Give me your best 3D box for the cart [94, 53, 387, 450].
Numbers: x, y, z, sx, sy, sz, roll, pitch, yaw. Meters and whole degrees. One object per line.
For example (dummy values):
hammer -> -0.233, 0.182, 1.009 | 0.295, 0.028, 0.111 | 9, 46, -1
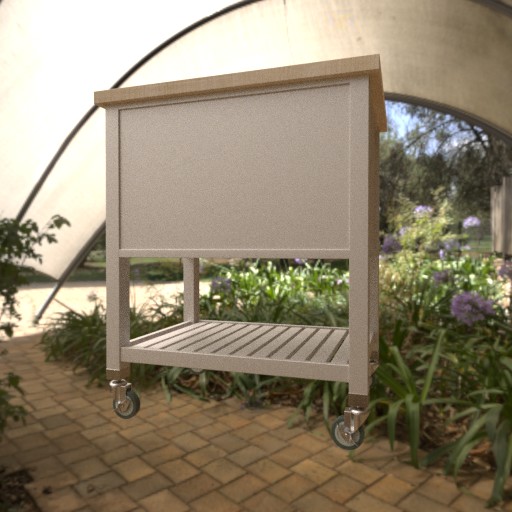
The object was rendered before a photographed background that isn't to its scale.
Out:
cart -> 0.000, 0.000, 1.378 | 0.762, 0.914, 0.559 | 0, 1, 18
